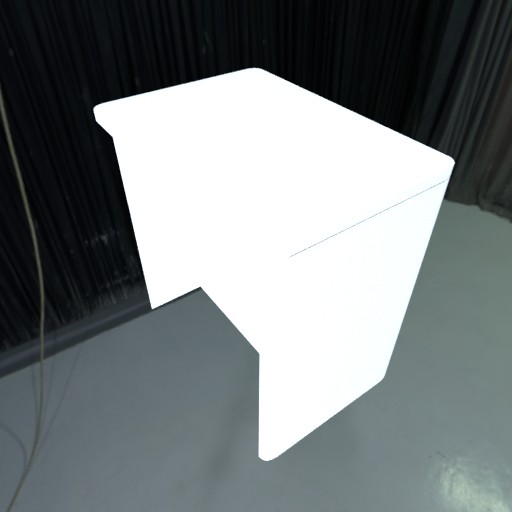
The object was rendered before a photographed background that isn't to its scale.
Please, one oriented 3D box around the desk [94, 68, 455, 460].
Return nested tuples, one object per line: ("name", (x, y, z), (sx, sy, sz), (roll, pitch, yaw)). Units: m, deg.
("desk", (0.000, 0.000, 1.334), (0.549, 0.800, 0.762), (-25, 47, -26))
